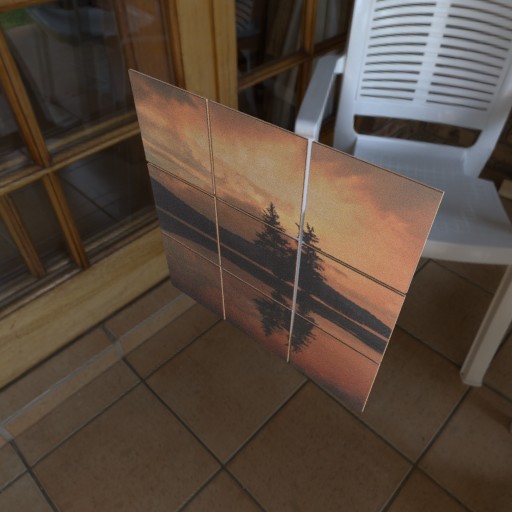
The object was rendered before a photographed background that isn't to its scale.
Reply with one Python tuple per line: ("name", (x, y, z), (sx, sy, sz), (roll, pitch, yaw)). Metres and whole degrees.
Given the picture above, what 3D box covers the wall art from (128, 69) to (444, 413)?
("wall art", (0.000, 0.000, 2.277), (1.520, 1.525, 0.013), (30, 52, 26))
